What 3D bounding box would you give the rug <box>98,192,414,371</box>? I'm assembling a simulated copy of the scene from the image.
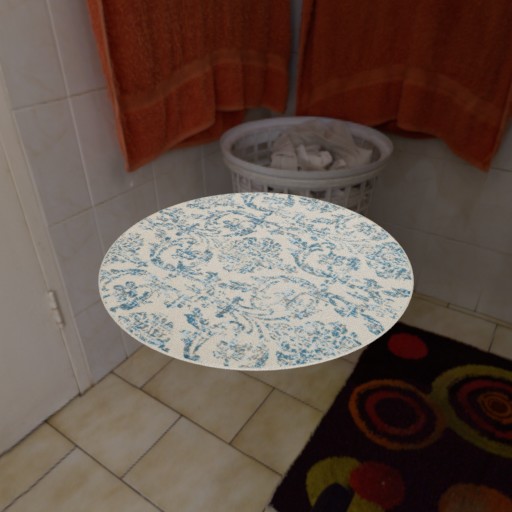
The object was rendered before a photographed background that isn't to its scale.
[{"bbox_3d":[0.000,0.000,2.337,1.593,0.012,1.593,0,33,0],"label":"rug"}]
